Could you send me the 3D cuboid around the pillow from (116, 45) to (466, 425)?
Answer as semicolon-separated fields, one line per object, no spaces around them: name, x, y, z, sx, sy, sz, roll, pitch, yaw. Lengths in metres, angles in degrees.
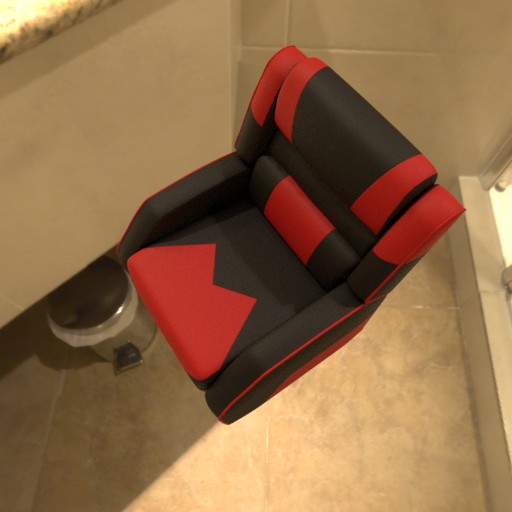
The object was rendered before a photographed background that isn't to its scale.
pillow;0.000;0.000;1.276;0.672;0.805;0.620;-32;68;-14
